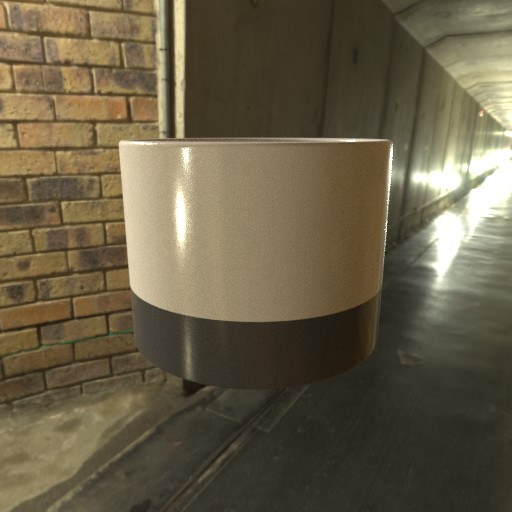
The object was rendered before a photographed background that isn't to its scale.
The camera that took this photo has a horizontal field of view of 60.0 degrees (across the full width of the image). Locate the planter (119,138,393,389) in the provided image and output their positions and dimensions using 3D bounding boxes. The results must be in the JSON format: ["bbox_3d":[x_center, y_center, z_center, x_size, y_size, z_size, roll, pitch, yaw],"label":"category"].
[{"bbox_3d":[0.000,0.000,0.348,0.193,0.177,0.193,0,16,0],"label":"planter"}]
